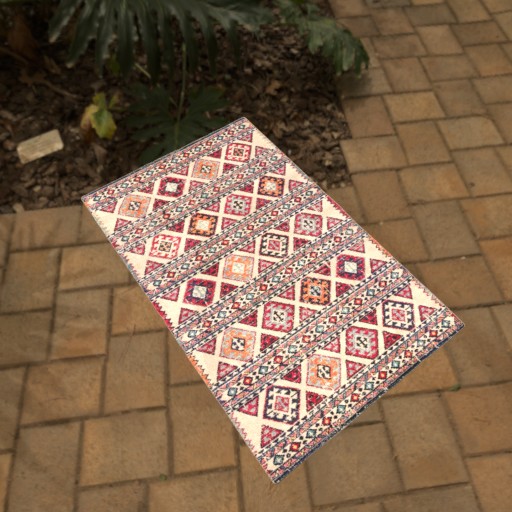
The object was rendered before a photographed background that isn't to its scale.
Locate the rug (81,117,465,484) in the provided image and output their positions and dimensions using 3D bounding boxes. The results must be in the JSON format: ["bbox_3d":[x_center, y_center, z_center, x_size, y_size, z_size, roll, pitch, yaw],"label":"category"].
[{"bbox_3d":[0.000,0.000,3.103,1.545,0.010,2.440,-32,63,-18],"label":"rug"}]
